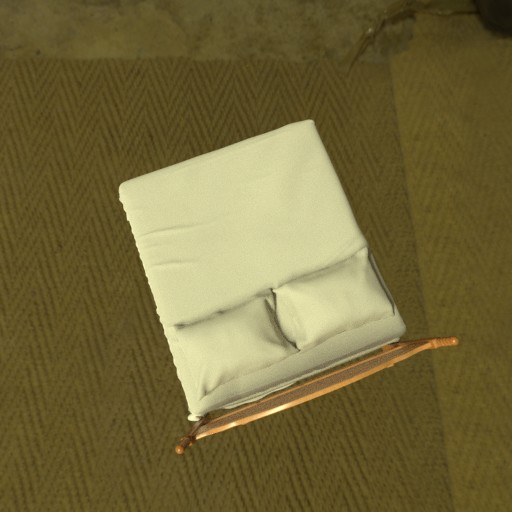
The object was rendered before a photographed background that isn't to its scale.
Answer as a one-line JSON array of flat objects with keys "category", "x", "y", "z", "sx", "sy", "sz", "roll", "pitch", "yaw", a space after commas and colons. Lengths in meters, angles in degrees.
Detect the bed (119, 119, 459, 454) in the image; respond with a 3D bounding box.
[{"category": "bed", "x": 0.000, "y": 0.000, "z": 3.244, "sx": 1.873, "sy": 1.356, "sz": 2.040, "roll": -20, "pitch": 77, "yaw": -5}]
